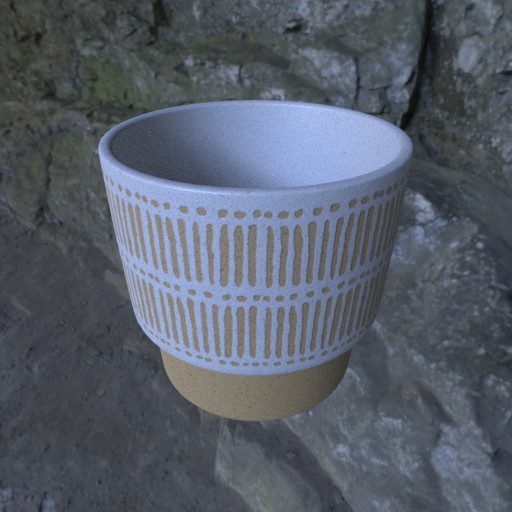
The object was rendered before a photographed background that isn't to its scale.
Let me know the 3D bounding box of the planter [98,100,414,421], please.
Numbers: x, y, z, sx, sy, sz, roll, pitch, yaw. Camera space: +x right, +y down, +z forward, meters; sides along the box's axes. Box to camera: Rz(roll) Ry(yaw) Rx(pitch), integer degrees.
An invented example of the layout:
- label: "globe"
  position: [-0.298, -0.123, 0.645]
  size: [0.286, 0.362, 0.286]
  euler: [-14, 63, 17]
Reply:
- label: "planter"
  position: [0.000, 0.000, 0.542]
  size: [0.317, 0.303, 0.317]
  euler: [0, 31, 0]
